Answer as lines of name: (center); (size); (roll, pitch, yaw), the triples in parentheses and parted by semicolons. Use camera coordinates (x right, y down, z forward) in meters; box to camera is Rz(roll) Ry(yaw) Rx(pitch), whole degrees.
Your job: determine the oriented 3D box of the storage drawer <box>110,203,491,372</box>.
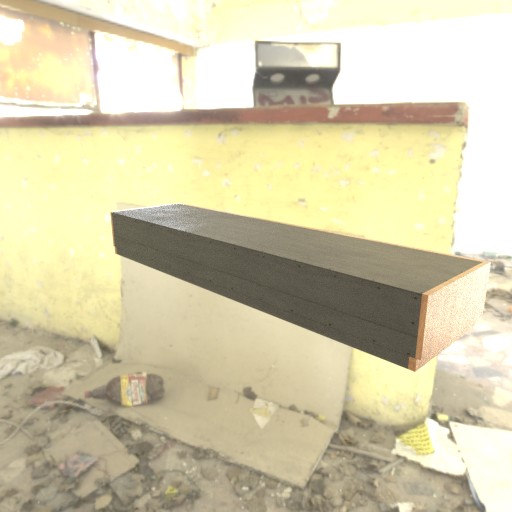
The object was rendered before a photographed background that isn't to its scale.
storage drawer: (0.000, 0.000, 2.245); (0.538, 0.264, 2.032); (-15, 21, -42)
